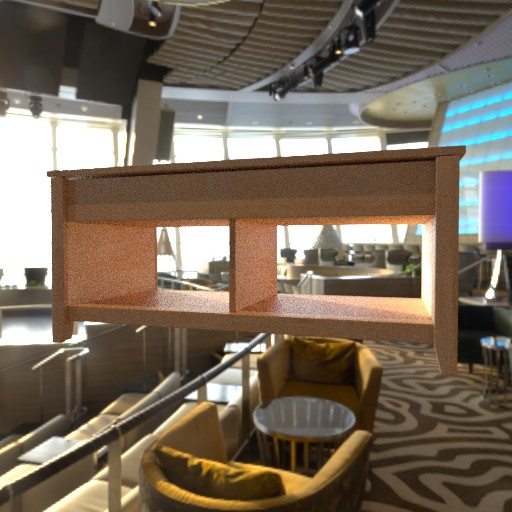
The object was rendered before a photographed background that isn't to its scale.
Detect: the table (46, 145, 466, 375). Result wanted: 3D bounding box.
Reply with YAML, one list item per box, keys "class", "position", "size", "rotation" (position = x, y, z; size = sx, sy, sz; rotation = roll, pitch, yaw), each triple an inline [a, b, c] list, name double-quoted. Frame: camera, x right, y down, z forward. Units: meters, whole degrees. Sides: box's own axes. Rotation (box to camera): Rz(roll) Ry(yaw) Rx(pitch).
- class: "table"
  position: [0.000, 0.000, 1.258]
  size: [1.016, 0.457, 0.483]
  rotation: [0, 2, 17]
